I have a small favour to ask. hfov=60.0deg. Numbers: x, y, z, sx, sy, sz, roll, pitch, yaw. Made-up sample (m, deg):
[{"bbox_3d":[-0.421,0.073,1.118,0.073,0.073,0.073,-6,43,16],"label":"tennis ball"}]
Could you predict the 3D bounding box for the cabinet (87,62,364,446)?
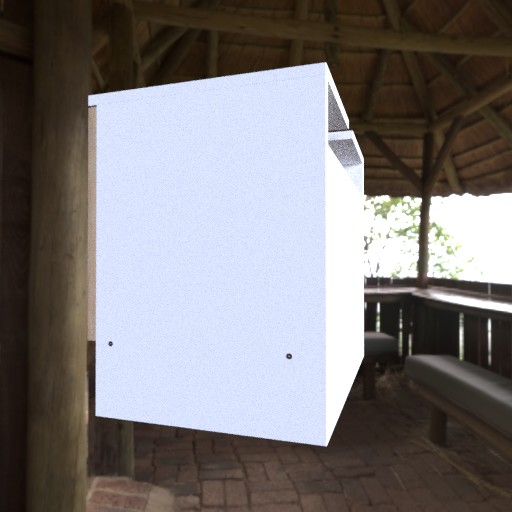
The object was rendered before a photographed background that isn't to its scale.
[{"bbox_3d":[0.000,0.000,0.949,0.400,0.522,0.600,0,-1,18],"label":"cabinet"}]
